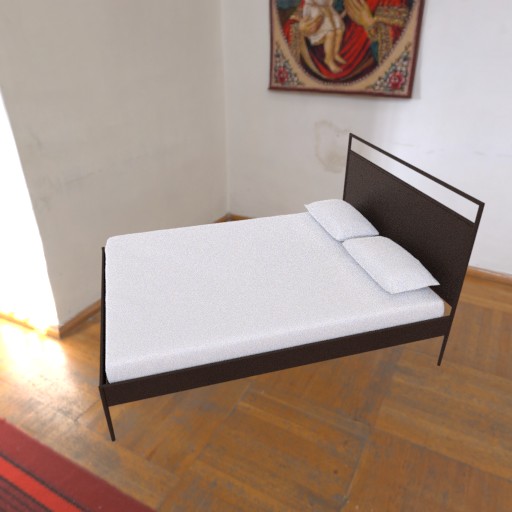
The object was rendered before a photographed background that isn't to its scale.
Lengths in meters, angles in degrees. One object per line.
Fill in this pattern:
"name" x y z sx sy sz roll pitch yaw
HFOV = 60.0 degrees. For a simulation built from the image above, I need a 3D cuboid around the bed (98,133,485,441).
"bed" 0.000 0.000 3.070 2.122 1.173 1.572 -8 31 -14
